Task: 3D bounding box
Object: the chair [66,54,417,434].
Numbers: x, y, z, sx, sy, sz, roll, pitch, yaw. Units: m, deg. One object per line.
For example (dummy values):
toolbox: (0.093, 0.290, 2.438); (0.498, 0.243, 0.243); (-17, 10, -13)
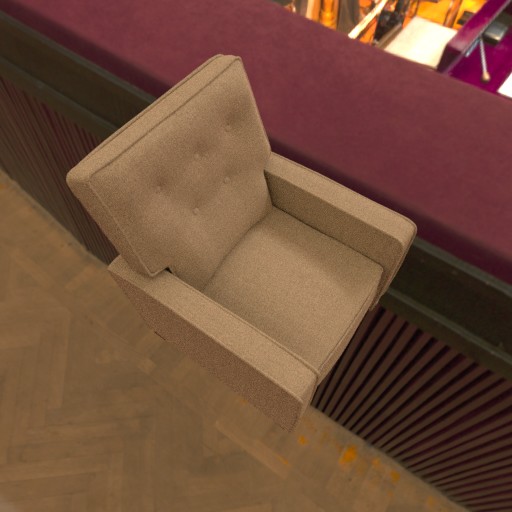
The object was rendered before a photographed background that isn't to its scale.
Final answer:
chair: (0.000, 0.000, 1.388); (0.754, 0.888, 0.648); (32, 64, 18)
